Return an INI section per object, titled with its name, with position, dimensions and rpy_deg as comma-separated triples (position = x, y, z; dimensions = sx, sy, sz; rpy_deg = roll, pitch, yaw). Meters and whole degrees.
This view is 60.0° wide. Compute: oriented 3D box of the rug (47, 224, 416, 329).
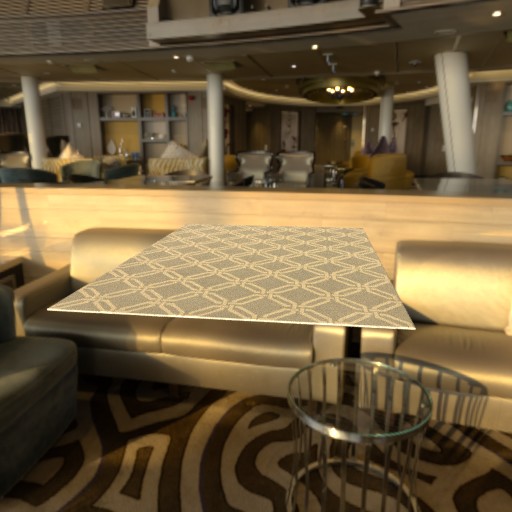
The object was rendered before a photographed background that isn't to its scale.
[rug]
position = 0.000, 0.000, 4.493
dimensions = 2.438, 0.013, 3.353
rpy_deg = 2, 14, 7
